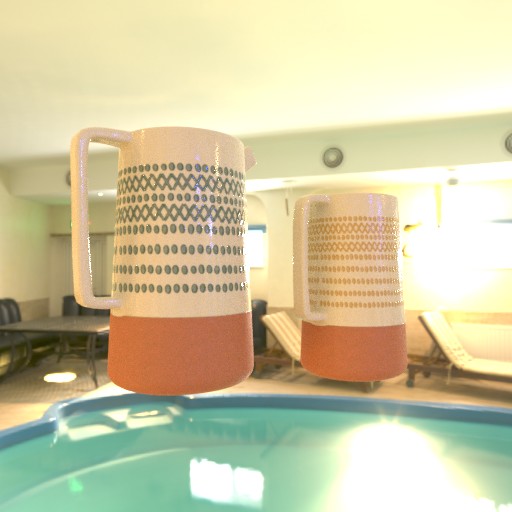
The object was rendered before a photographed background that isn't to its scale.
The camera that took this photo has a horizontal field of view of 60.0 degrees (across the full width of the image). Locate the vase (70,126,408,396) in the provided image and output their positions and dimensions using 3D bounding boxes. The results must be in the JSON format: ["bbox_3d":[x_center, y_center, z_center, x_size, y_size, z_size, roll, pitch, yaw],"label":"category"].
[{"bbox_3d":[0.000,0.000,0.457,0.326,0.247,0.168,0,-1,0],"label":"vase"}]
